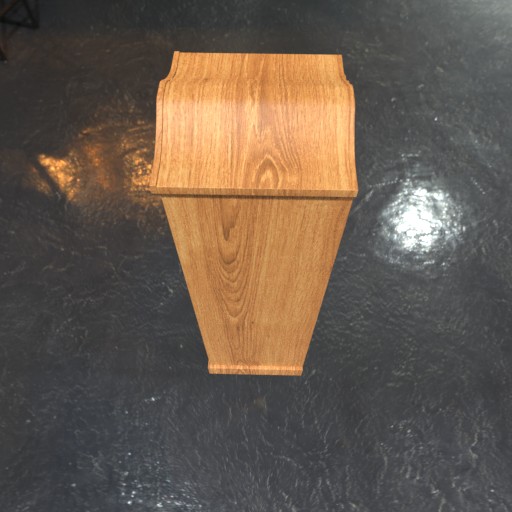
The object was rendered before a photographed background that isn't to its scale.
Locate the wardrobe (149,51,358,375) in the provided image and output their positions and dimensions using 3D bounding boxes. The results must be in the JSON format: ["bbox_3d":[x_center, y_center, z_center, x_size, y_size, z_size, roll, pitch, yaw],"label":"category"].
[{"bbox_3d":[0.000,0.000,2.089,0.570,1.870,0.590,1,59,1],"label":"wardrobe"}]
